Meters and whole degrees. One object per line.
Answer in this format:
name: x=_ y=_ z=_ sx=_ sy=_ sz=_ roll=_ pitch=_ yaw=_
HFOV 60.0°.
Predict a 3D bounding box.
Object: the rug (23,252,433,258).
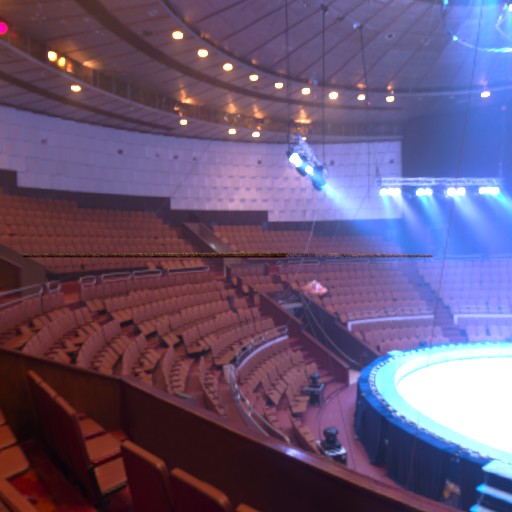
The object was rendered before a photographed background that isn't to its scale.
rug: x=0.000 y=0.000 z=4.032 sx=2.401 sy=0.025 sz=3.000 roll=0 pitch=0 yaw=34
